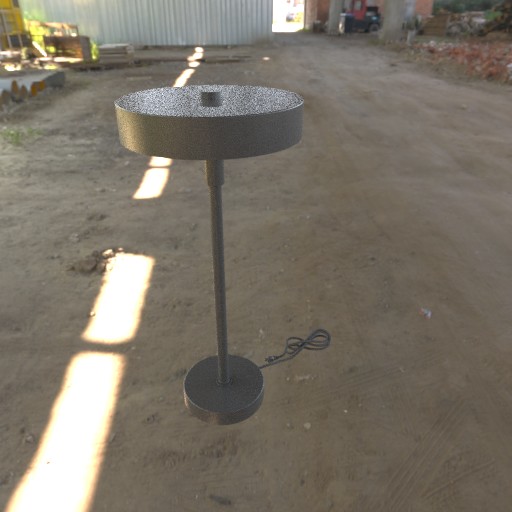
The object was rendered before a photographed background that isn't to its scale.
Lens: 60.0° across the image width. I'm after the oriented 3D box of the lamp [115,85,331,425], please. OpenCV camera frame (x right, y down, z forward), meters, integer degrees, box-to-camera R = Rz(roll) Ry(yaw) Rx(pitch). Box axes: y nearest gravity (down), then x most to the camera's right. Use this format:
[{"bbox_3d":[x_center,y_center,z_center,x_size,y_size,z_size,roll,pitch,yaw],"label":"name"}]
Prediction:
[{"bbox_3d":[0.000,0.000,0.701,0.369,0.508,0.229,-20,35,-33],"label":"lamp"}]
